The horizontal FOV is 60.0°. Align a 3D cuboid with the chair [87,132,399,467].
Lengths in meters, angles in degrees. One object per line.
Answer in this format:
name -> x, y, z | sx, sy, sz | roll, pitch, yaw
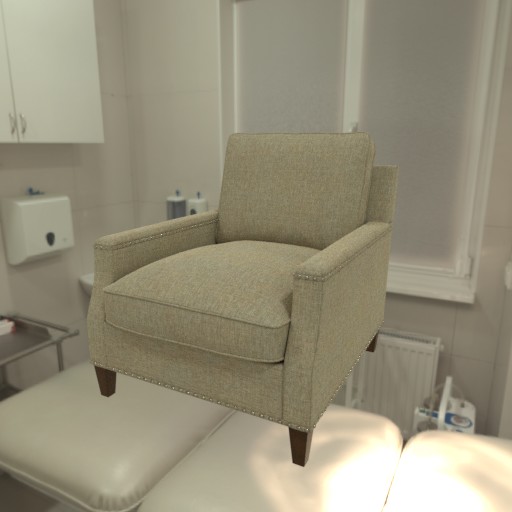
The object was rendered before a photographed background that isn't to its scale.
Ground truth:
chair -> 0.000, 0.000, 1.720 | 0.853, 0.943, 1.014 | 7, 16, 27
